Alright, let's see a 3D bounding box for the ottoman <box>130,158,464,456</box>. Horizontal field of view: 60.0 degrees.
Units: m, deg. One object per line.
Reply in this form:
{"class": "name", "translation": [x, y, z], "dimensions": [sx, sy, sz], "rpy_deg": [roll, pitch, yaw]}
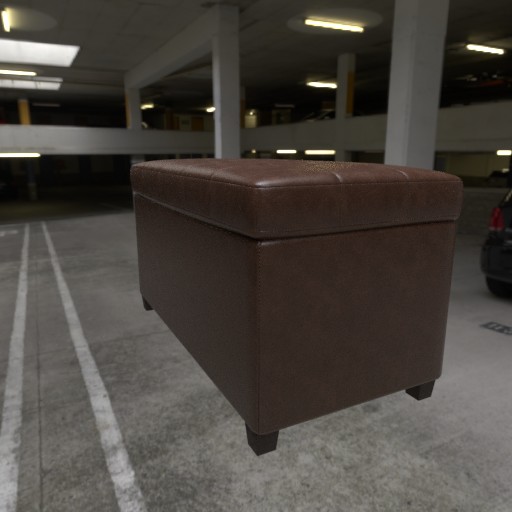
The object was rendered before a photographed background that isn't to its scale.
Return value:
{"class": "ottoman", "translation": [0.000, 0.000, 1.107], "dimensions": [0.432, 0.470, 0.838], "rpy_deg": [-7, 15, -26]}
